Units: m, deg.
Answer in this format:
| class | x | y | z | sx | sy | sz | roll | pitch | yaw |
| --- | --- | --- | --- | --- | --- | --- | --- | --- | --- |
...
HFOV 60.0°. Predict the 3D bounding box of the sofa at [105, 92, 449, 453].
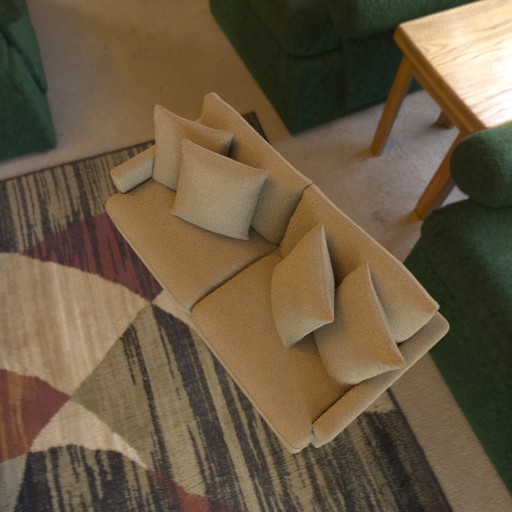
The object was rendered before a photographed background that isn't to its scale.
| class | x | y | z | sx | sy | sz | roll | pitch | yaw |
| --- | --- | --- | --- | --- | --- | --- | --- | --- | --- |
| sofa | 0.000 | 0.000 | 3.073 | 1.228 | 1.084 | 2.380 | -36 | 69 | -16 |
